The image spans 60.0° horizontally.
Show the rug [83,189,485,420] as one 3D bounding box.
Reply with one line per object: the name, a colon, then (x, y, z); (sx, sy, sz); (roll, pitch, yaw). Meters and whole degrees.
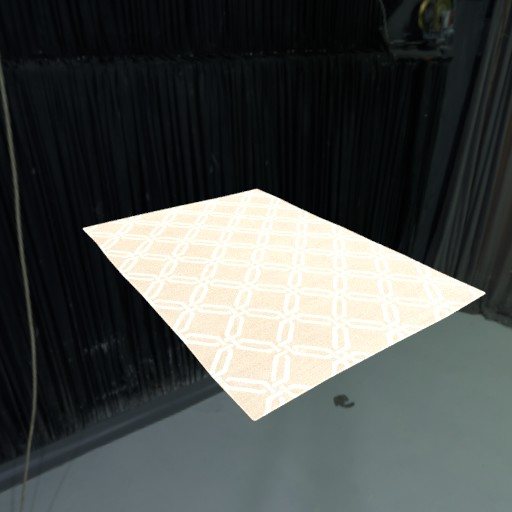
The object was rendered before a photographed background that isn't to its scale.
rug: (0.000, 0.000, 2.747); (1.524, 0.013, 2.135); (-18, 32, -31)
